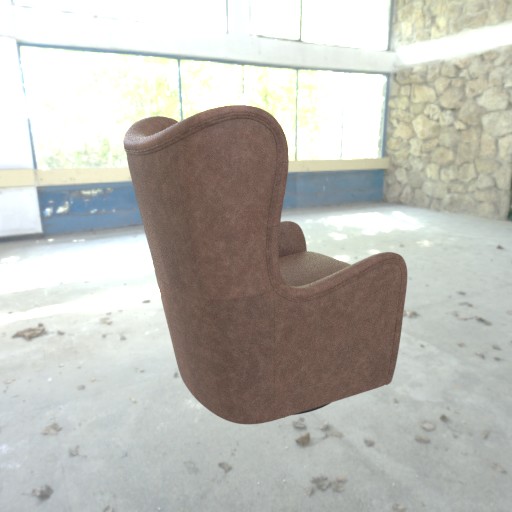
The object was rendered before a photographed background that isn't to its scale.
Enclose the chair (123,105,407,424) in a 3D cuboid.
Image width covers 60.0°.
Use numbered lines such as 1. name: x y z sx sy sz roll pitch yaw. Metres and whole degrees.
1. chair: 0.000 0.000 1.760 0.930 1.079 0.831 -8 17 -27
